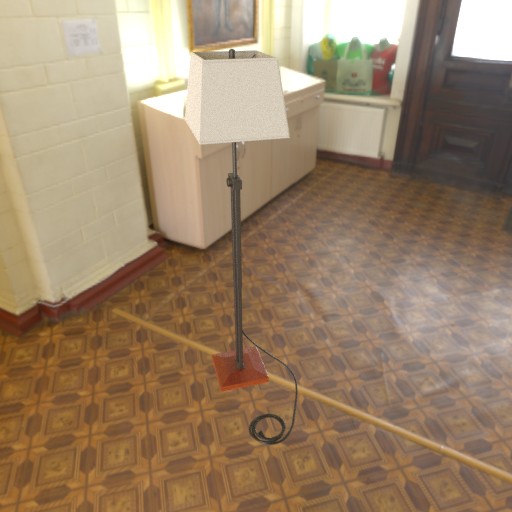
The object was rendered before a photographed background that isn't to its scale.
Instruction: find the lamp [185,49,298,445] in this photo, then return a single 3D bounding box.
[{"bbox_3d":[0.000,0.000,2.043,0.472,1.712,0.745,-8,31,-13],"label":"lamp"}]
